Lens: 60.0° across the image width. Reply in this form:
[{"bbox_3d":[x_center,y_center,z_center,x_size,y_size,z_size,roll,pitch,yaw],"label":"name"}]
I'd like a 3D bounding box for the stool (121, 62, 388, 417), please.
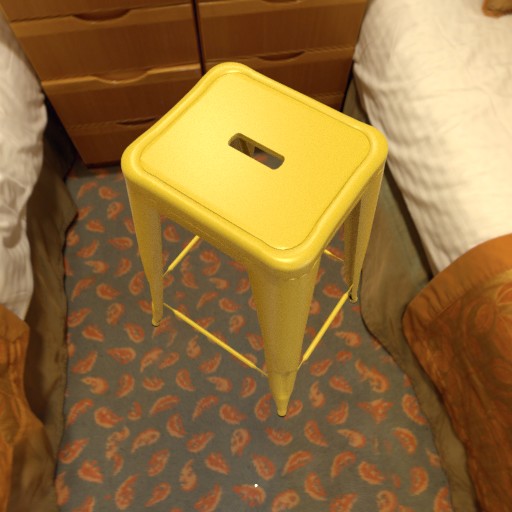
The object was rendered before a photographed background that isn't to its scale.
[{"bbox_3d":[0.000,0.000,0.853,0.399,0.609,0.359,31,67,15],"label":"stool"}]
